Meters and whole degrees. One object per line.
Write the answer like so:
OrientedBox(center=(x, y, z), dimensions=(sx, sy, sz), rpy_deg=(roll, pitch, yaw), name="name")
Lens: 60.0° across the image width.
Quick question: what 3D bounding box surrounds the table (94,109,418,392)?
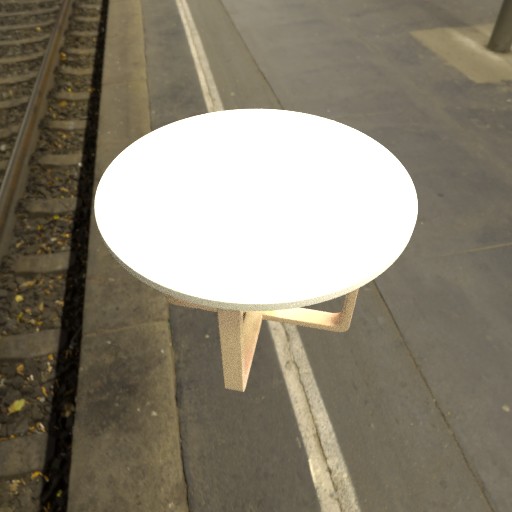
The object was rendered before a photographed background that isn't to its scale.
OrientedBox(center=(0.000, 0.000, 0.989), dimensions=(0.600, 0.400, 0.600), rpy_deg=(0, 45, 0), name="table")
